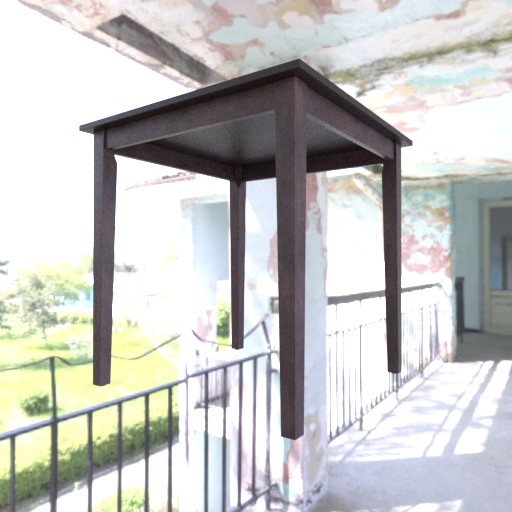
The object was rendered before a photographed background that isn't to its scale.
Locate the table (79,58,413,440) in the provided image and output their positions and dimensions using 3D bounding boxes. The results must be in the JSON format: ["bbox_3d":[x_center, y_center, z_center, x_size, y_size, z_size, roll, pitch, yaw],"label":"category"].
[{"bbox_3d":[0.000,0.000,1.390,0.749,0.770,0.749,0,-1,36],"label":"table"}]
